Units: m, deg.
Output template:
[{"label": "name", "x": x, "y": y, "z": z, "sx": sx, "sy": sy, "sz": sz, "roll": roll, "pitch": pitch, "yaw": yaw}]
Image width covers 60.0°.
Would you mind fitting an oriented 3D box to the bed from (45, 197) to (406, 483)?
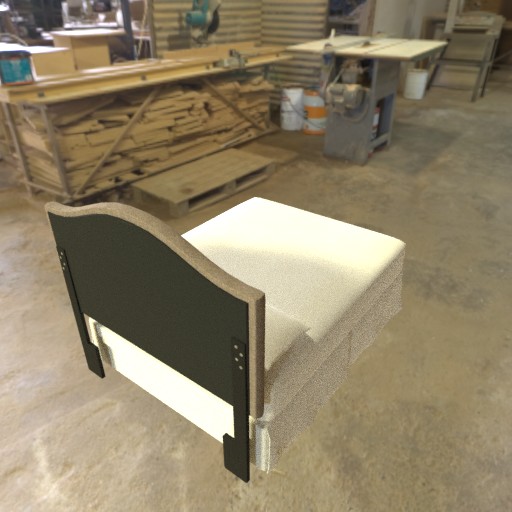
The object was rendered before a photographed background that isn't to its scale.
[{"label": "bed", "x": 0.000, "y": 0.000, "z": 3.297, "sx": 1.713, "sy": 1.518, "sz": 2.153, "roll": 21, "pitch": 37, "yaw": 31}]
